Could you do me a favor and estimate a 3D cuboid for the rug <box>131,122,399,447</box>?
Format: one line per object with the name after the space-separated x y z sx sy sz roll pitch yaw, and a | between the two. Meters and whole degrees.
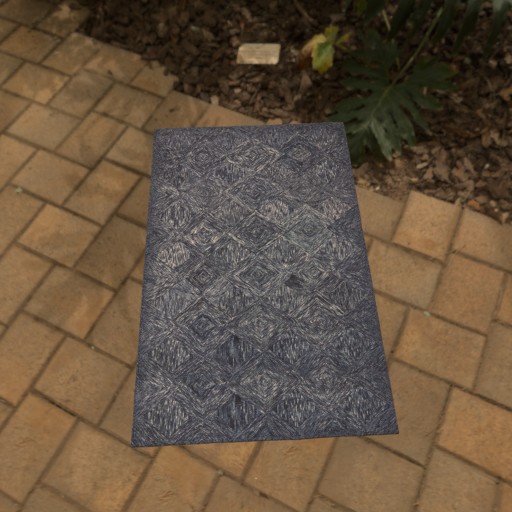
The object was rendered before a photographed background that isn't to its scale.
0.000 0.000 2.264 1.139 0.010 1.754 -2 63 -1 | rug
